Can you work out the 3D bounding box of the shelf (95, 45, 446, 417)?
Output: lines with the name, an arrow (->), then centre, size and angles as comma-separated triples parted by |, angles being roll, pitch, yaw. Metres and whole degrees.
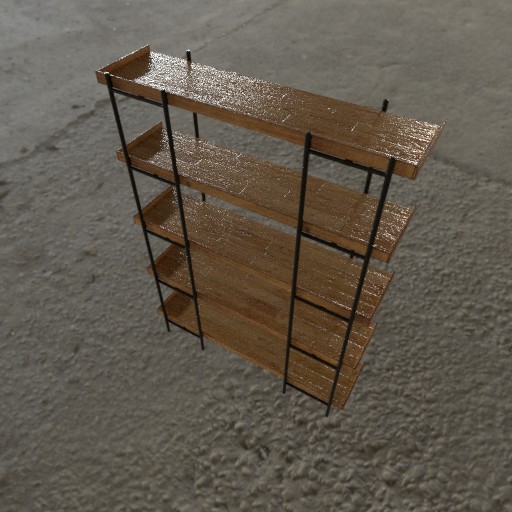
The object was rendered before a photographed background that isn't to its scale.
shelf -> 0.000, 0.000, 2.361 | 1.371, 1.826, 0.379 | 23, 50, 21
